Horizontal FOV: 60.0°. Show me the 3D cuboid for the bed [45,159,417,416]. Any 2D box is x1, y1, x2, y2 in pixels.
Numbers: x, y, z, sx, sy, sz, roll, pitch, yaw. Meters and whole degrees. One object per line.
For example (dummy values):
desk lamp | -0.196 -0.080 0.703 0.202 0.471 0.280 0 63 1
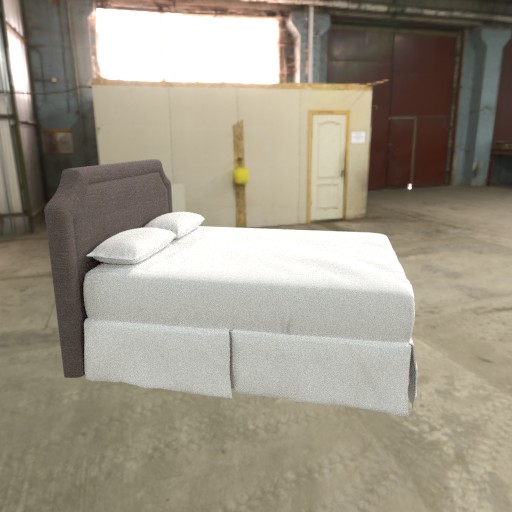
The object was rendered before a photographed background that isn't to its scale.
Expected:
bed | 0.000 0.000 3.185 2.116 1.290 1.693 3 15 10
